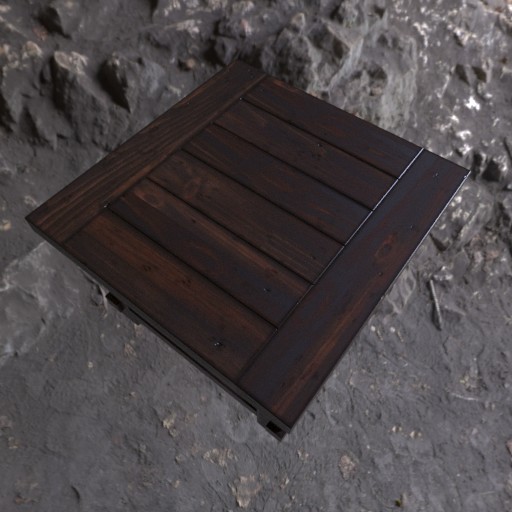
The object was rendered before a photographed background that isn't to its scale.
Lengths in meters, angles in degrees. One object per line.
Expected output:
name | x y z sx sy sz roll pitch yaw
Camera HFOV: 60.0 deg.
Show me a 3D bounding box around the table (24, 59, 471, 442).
table | 0.000 0.000 1.015 0.593 0.437 0.606 33 63 19
